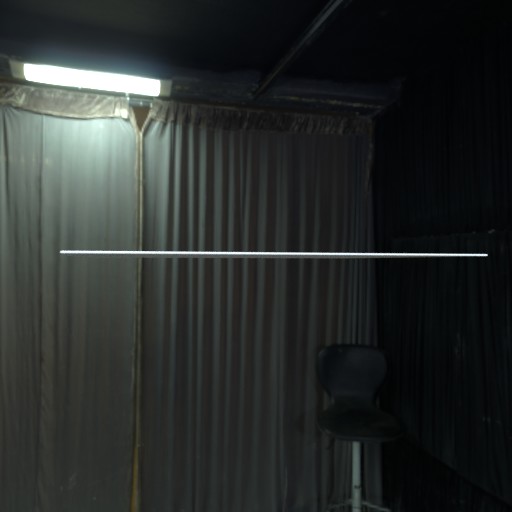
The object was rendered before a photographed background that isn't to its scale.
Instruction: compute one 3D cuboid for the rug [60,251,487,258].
[{"bbox_3d":[0.000,0.000,2.762,2.142,0.010,1.533,0,-1,-20],"label":"rug"}]
